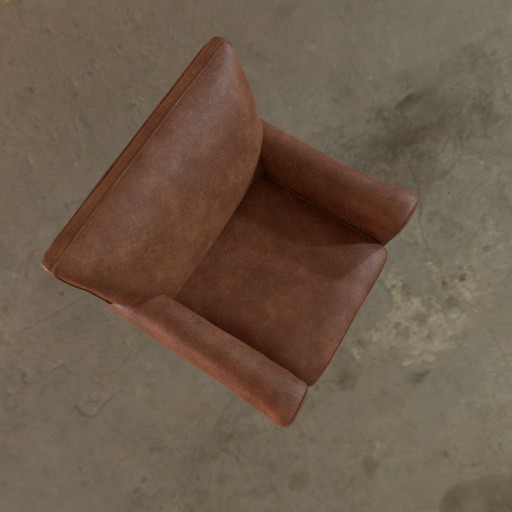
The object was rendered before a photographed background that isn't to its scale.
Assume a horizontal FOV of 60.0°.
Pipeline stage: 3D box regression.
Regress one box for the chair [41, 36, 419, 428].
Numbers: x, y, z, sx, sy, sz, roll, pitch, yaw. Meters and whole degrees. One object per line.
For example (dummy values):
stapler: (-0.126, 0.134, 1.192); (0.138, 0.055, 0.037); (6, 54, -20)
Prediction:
chair: (0.000, 0.000, 1.595); (0.823, 0.943, 0.870); (32, 78, 7)
